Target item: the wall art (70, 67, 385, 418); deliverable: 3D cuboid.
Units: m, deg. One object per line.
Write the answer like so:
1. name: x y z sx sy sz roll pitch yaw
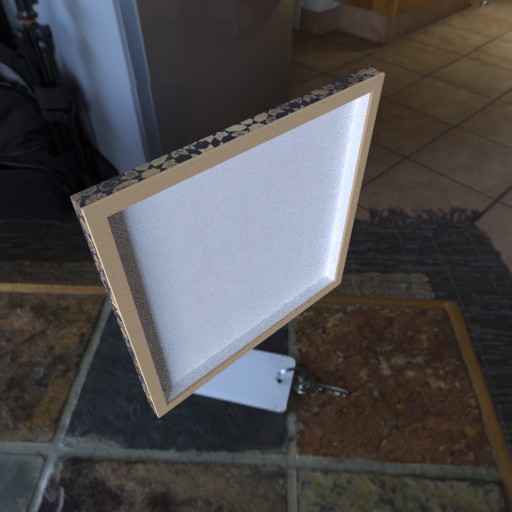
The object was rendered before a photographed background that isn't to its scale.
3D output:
1. wall art: 0.000 0.000 0.928 0.612 0.612 0.038 -32 54 -27
